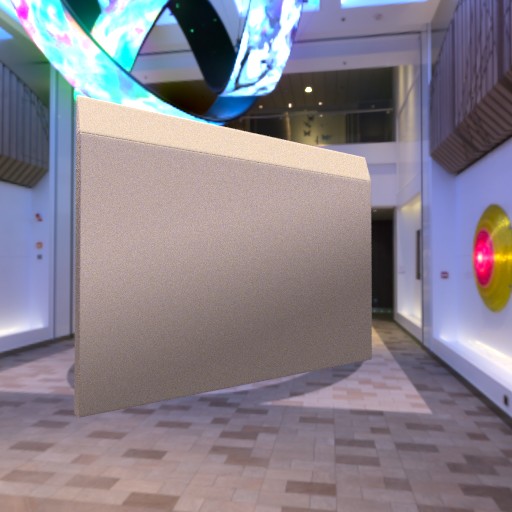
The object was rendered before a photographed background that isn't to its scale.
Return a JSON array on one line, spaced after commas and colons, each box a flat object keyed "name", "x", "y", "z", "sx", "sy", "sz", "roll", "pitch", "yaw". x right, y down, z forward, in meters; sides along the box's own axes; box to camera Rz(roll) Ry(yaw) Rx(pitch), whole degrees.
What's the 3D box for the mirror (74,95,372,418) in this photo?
[{"name": "mirror", "x": 0.000, "y": 0.000, "z": 1.125, "sx": 0.870, "sy": 0.630, "sz": 0.030, "roll": 1, "pitch": -1, "yaw": -37}]
